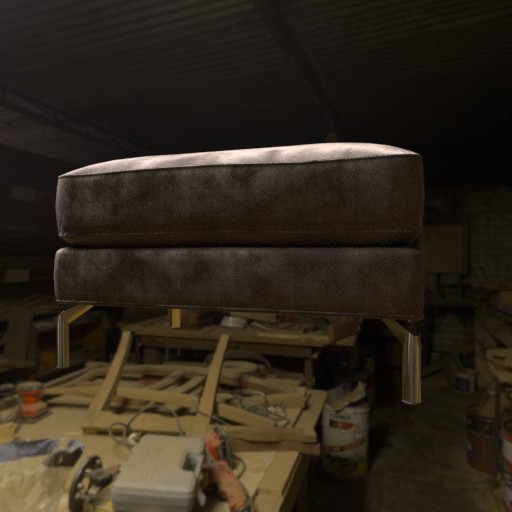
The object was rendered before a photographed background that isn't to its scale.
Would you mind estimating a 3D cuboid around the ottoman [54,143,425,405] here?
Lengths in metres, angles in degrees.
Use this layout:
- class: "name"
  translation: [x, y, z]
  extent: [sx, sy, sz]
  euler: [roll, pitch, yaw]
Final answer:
- class: "ottoman"
  translation: [0.000, 0.000, 1.039]
  extent: [0.719, 0.456, 0.520]
  euler: [0, 1, 18]
